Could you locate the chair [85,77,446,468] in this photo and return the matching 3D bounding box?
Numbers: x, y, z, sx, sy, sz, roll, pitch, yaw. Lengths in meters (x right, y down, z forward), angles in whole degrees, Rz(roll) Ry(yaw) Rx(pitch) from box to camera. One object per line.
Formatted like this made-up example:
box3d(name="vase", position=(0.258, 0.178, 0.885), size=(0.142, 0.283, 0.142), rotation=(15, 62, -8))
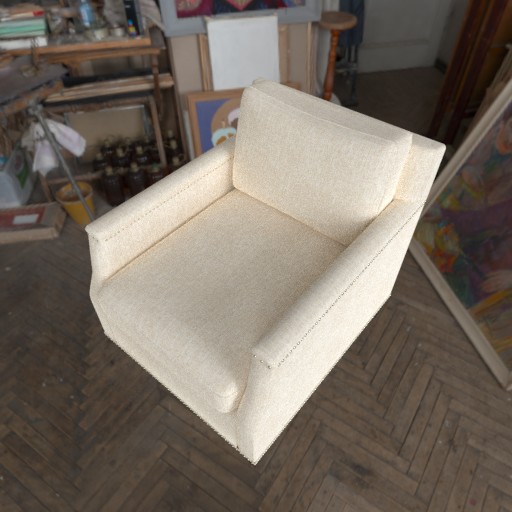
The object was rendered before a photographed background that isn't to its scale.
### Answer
box3d(name="chair", position=(0.000, 0.000, 1.709), size=(0.838, 0.940, 1.041), rotation=(31, 54, 26))
